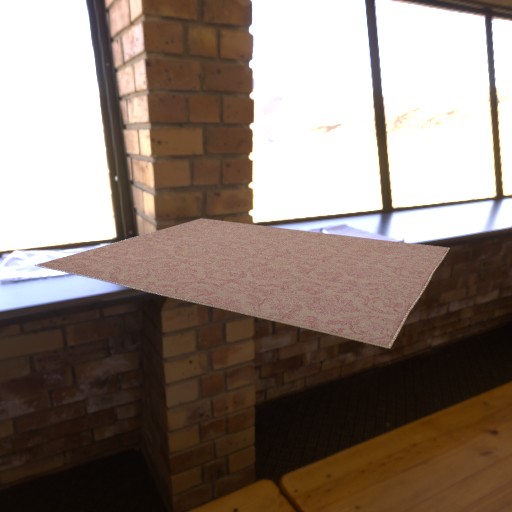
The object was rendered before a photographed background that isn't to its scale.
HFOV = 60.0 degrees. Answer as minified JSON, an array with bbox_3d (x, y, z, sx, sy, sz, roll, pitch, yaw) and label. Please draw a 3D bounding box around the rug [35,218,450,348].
[{"bbox_3d":[0.000,0.000,4.025,2.980,0.012,2.363,9,18,29],"label":"rug"}]
